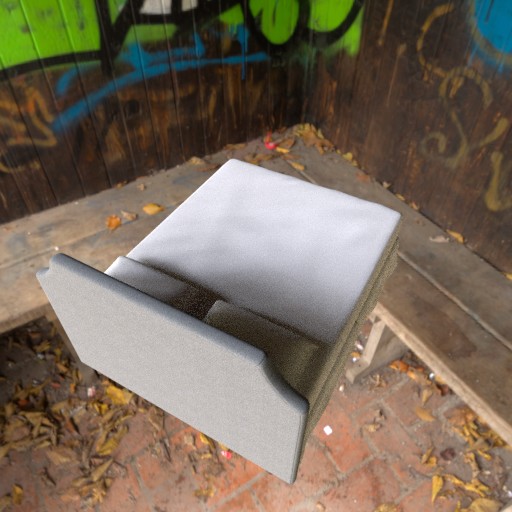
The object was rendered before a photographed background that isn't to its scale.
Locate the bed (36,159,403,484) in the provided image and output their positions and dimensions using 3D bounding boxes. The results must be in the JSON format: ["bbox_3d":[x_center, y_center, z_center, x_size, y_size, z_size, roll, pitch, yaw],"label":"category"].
[{"bbox_3d":[0.000,0.000,3.324,1.811,1.296,2.259,22,50,20],"label":"bed"}]
